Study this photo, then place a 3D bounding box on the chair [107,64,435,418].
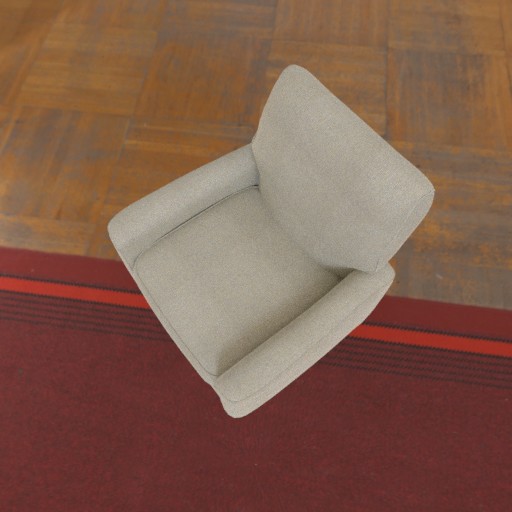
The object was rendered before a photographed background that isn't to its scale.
[{"bbox_3d":[0.000,0.000,1.684,0.853,1.006,0.850,-35,70,-15],"label":"chair"}]
